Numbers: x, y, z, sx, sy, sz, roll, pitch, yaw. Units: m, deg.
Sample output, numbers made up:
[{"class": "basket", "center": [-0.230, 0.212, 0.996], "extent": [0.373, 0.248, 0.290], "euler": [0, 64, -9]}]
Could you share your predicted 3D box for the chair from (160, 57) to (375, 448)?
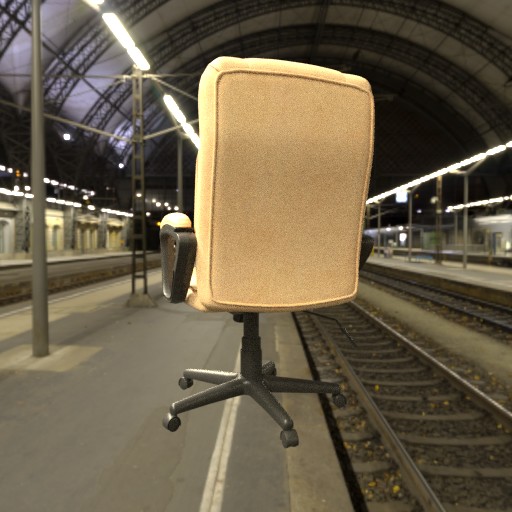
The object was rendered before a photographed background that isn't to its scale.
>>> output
[{"class": "chair", "center": [0.000, 0.000, 1.553], "extent": [0.667, 1.105, 0.724], "euler": [-1, 2, -20]}]
